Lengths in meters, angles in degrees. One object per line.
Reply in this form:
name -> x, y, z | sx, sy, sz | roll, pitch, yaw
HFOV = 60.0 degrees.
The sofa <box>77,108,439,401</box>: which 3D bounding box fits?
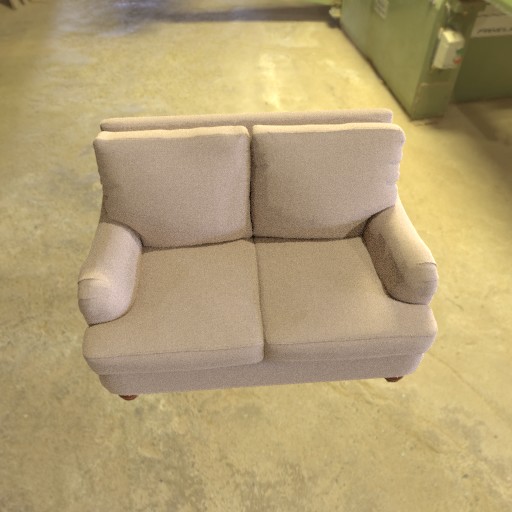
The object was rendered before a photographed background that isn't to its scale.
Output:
sofa -> 0.000, 0.000, 2.147 | 1.508, 1.048, 1.087 | -3, 47, -3
